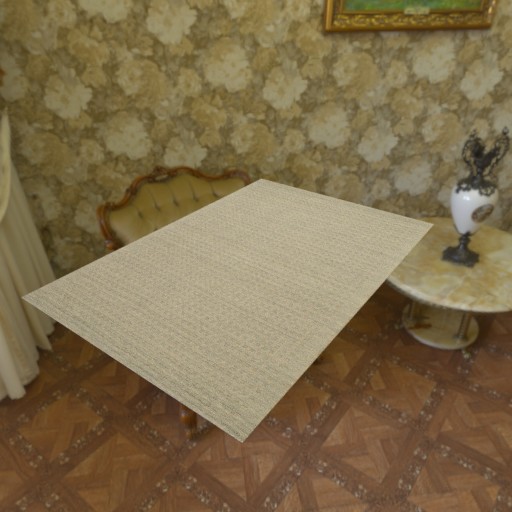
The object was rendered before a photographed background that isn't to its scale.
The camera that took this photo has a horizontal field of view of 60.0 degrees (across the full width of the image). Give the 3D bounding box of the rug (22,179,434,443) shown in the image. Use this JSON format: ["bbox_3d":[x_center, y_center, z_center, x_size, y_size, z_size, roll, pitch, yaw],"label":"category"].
[{"bbox_3d":[0.000,0.000,3.630,1.981,0.006,2.895,21,36,31],"label":"rug"}]
